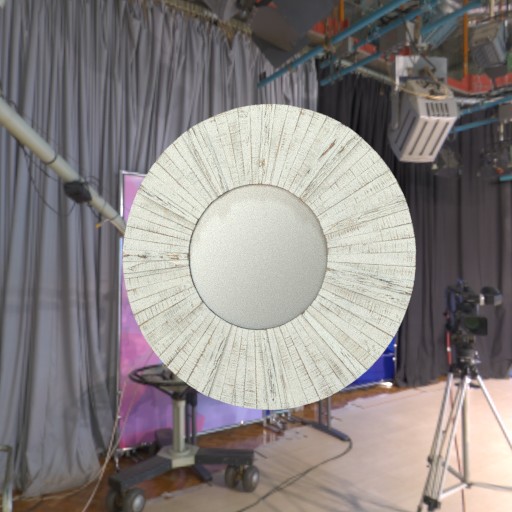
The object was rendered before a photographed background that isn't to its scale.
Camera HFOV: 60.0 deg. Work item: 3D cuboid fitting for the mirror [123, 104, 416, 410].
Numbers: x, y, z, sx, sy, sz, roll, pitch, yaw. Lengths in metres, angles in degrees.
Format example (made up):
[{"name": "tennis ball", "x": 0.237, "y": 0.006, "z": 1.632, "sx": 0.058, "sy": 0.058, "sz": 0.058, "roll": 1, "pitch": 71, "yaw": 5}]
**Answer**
[{"name": "mirror", "x": 0.000, "y": 0.000, "z": 1.349, "sx": 0.914, "sy": 0.914, "sz": 0.038, "roll": 0, "pitch": -1, "yaw": 17}]
